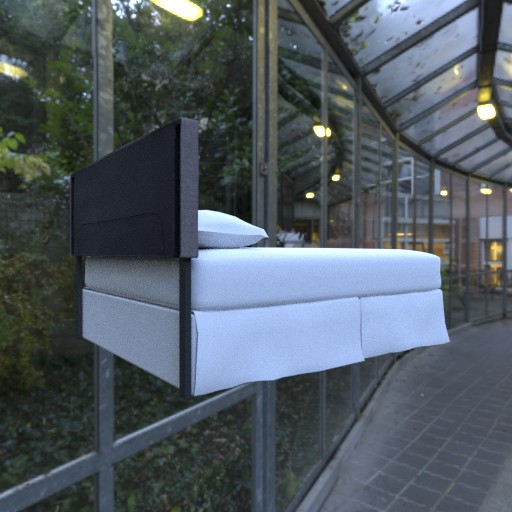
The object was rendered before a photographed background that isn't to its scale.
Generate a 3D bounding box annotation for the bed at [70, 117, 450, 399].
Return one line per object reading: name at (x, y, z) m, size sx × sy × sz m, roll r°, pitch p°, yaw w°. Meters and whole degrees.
bed at (0.000, 0.000, 2.859) m, size 1.894 × 1.089 × 1.610 m, roll 0°, pitch 1°, yaw -37°
